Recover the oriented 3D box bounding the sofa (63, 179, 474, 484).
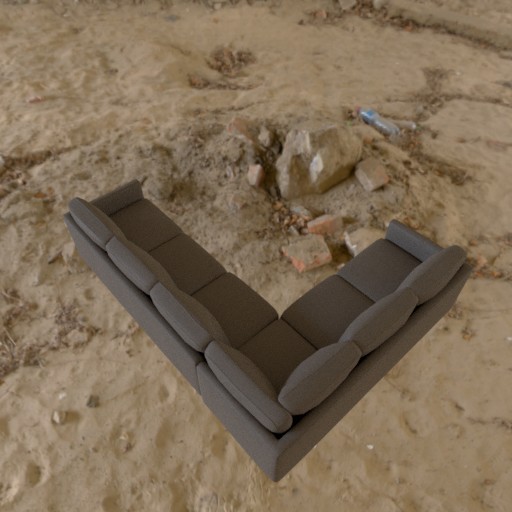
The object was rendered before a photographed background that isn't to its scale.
[{"bbox_3d":[0.000,0.000,4.546,2.593,0.947,3.302,-34,56,-27],"label":"sofa"}]
